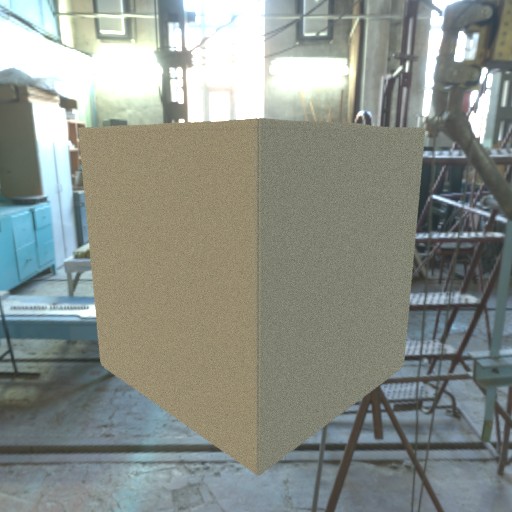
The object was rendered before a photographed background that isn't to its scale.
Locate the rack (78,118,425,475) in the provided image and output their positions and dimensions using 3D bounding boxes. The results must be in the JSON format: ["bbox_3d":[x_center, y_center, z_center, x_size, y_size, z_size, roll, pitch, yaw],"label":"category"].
[{"bbox_3d":[0.000,0.000,0.503,0.270,0.280,0.270,13,19,43],"label":"rack"}]
